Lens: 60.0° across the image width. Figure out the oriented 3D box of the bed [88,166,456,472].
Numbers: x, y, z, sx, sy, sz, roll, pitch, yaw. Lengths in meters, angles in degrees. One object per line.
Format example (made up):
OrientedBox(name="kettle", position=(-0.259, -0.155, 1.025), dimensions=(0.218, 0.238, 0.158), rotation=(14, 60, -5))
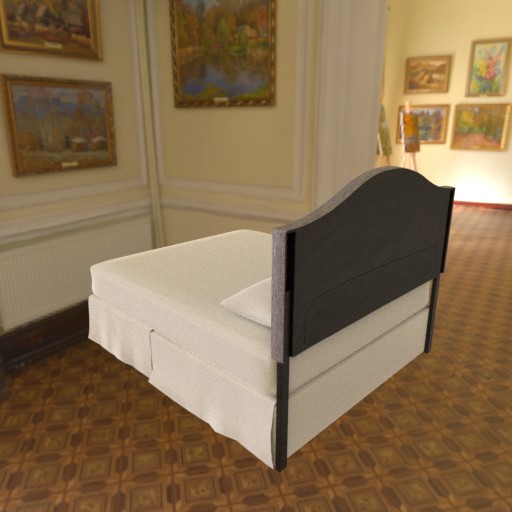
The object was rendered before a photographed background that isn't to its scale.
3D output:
OrientedBox(name="bed", position=(0.000, 0.000, 2.932), dimensions=(1.870, 1.295, 1.610), rotation=(16, 24, 42))
